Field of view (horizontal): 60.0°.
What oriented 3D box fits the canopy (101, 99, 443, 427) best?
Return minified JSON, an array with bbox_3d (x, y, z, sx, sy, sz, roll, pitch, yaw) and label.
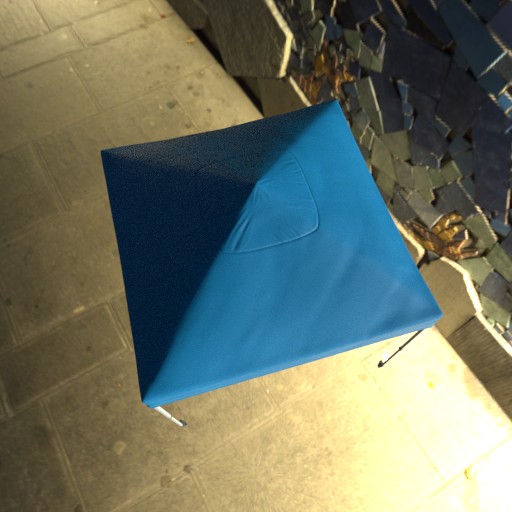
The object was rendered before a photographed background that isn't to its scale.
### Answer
[{"bbox_3d":[0.000,0.000,5.440,2.996,2.997,2.998,-14,65,-7],"label":"canopy"}]
